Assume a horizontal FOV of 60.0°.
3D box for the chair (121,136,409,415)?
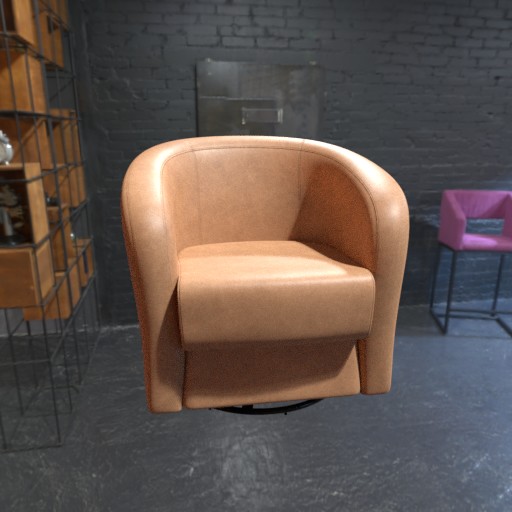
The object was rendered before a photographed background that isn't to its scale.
[{"bbox_3d":[0.000,0.000,1.478,0.791,0.771,0.815,-2,16,-8],"label":"chair"}]
